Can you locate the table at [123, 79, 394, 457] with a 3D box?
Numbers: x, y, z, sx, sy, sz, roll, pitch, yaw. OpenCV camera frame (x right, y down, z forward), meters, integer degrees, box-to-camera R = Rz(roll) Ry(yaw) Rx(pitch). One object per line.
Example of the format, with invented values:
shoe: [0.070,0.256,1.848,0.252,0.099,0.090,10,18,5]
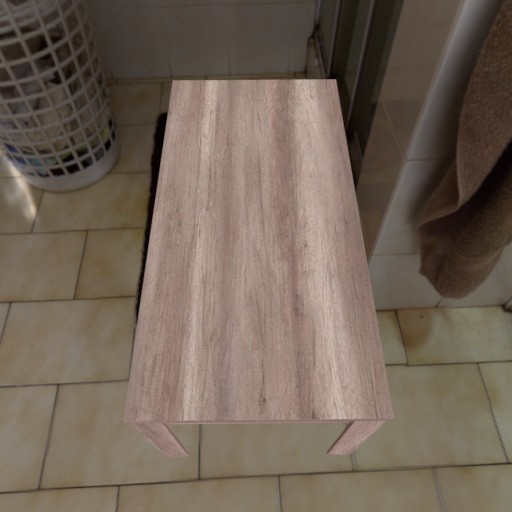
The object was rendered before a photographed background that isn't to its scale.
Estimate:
table: [0.000,0.000,2.290,0.900,0.790,1.800,0,57,0]
